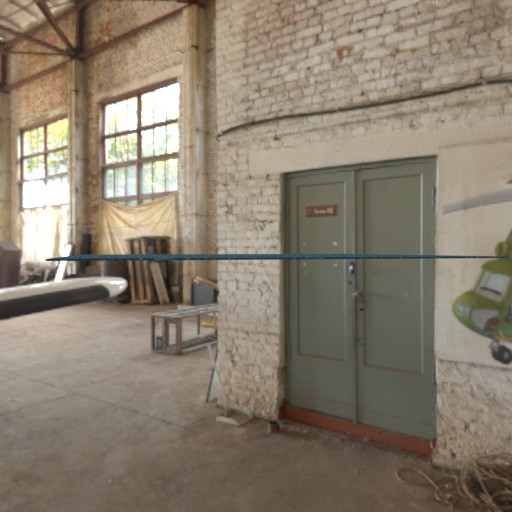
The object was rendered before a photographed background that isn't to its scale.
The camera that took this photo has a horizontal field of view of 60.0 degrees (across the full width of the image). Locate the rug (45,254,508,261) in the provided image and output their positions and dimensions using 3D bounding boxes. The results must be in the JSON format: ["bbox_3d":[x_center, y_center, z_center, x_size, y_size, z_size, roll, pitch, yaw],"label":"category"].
[{"bbox_3d":[0.000,0.000,3.884,3.033,0.012,2.432,0,1,-18],"label":"rug"}]
